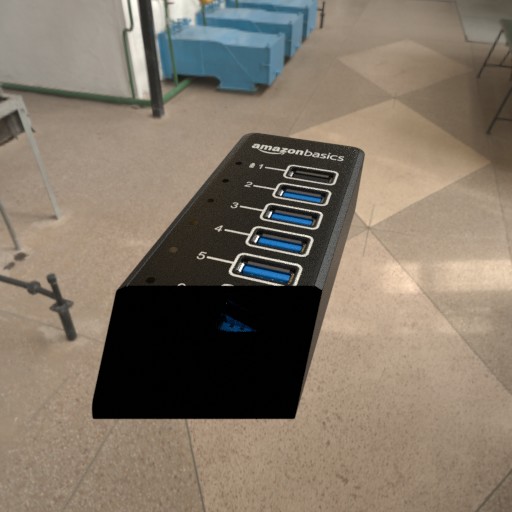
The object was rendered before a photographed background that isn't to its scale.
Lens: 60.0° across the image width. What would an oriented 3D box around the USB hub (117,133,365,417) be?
[{"bbox_3d":[0.000,0.000,0.126,0.044,0.023,0.110,12,42,14],"label":"USB hub"}]
